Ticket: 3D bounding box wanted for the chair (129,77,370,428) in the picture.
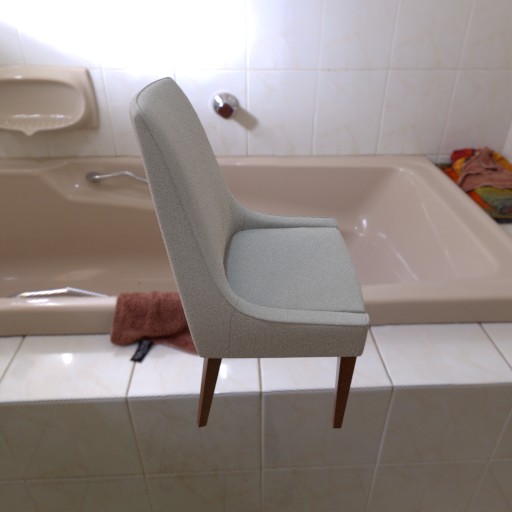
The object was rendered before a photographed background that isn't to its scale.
[{"bbox_3d":[0.000,0.000,1.203,0.544,0.861,0.529,0,32,0],"label":"chair"}]
